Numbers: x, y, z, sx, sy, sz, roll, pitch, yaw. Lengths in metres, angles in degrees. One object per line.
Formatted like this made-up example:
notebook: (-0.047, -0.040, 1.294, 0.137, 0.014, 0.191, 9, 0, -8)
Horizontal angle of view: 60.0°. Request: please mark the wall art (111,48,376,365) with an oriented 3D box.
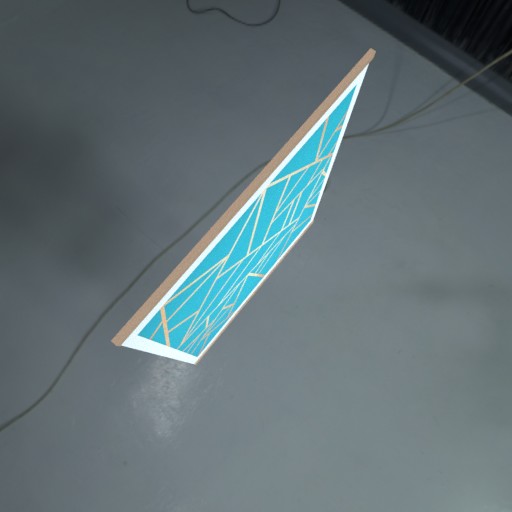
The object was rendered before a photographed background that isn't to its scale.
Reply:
wall art: (0.000, 0.000, 1.314, 0.013, 1.016, 0.758, 38, 78, 10)
